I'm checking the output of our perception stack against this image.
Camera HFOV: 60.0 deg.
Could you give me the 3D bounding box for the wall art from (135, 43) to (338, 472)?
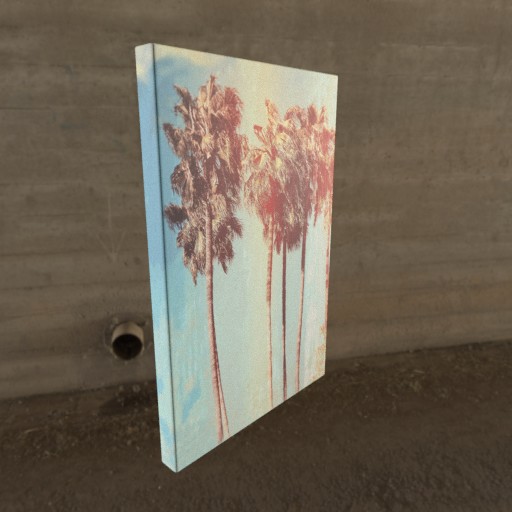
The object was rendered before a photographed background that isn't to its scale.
[{"bbox_3d":[0.000,0.000,0.756,0.038,0.610,0.401,14,20,41],"label":"wall art"}]
